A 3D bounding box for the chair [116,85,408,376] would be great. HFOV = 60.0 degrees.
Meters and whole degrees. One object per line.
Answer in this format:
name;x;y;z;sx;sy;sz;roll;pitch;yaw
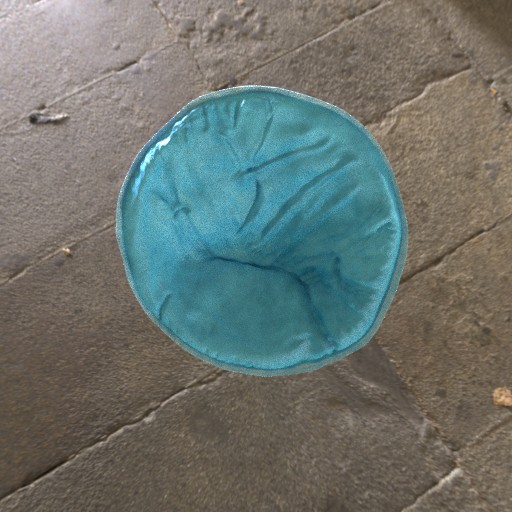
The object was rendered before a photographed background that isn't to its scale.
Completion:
chair;0.000;0.000;0.904;0.520;0.478;0.465;14;76;3
